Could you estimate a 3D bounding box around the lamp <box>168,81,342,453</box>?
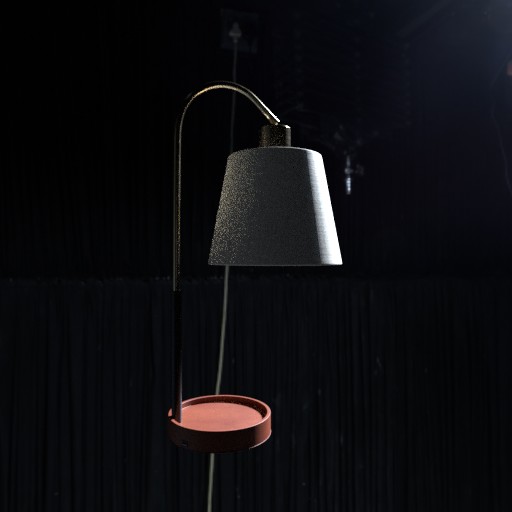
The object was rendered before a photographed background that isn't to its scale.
[{"bbox_3d":[0.000,0.000,0.697,0.273,0.536,0.211,0,0,-18],"label":"lamp"}]
